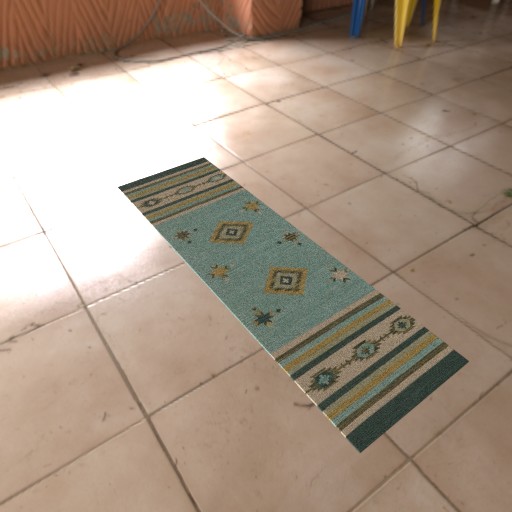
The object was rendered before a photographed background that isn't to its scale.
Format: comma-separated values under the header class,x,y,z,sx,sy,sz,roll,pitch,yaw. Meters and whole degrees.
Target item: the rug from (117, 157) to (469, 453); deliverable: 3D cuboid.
class,x,y,z,sx,sy,sz,roll,pitch,yaw
rug,0.000,0.000,2.698,0.744,0.010,2.441,-26,48,-26
